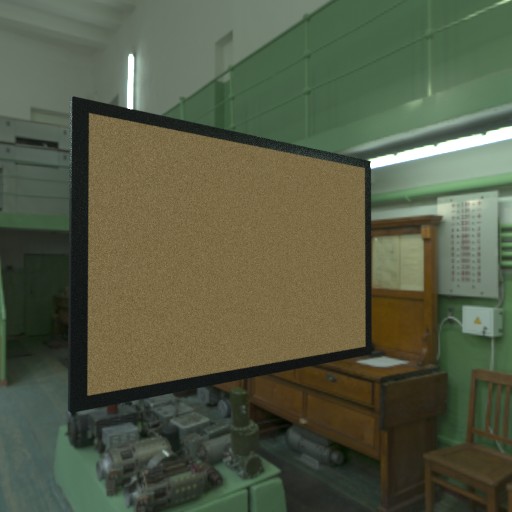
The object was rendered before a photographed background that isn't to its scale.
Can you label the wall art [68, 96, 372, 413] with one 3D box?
[{"bbox_3d":[0.000,0.000,1.024,0.819,0.552,0.015,1,-1,-37],"label":"wall art"}]
